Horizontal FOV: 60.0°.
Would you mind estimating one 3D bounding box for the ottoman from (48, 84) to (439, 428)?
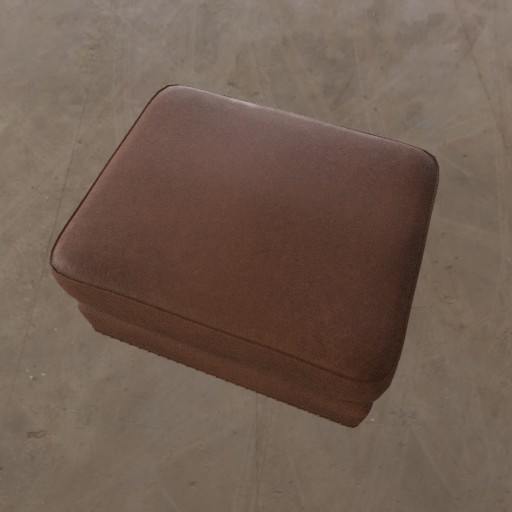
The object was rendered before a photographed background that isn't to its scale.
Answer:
[{"bbox_3d":[0.000,0.000,1.116,0.738,0.537,0.589,18,63,9],"label":"ottoman"}]
